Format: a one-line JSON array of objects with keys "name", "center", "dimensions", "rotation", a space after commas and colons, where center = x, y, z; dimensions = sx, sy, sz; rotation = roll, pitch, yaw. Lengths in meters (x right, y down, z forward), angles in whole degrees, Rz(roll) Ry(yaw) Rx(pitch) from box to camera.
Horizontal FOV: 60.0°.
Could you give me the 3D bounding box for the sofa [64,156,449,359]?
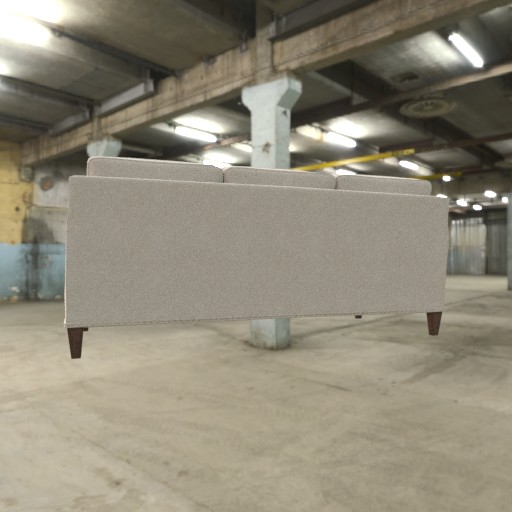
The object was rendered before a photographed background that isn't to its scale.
[{"name": "sofa", "center": [0.000, 0.000, 2.866], "dimensions": [2.246, 1.003, 1.084], "rotation": [0, -1, -19]}]
